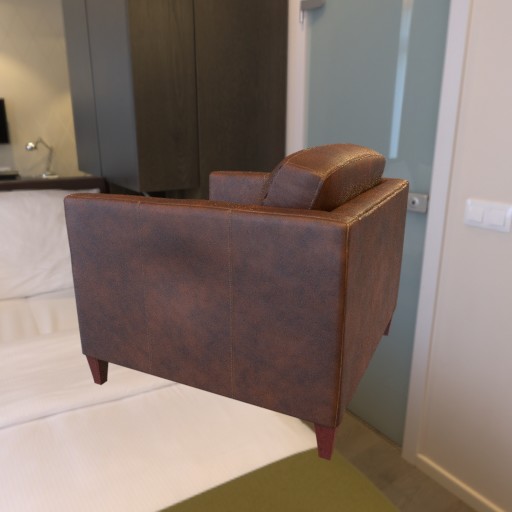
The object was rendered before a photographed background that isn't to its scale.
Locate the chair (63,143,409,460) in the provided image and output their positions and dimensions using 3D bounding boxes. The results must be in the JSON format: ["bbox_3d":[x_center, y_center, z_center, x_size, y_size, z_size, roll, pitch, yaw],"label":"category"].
[{"bbox_3d":[0.000,0.000,1.738,0.975,0.864,0.990,8,18,25],"label":"chair"}]
